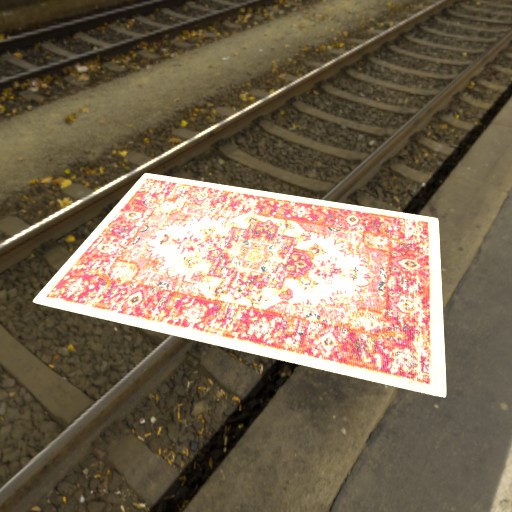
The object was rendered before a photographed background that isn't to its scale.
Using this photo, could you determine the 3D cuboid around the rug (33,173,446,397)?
[{"bbox_3d":[0.000,0.000,1.085,0.868,0.004,0.556,11,43,12],"label":"rug"}]
